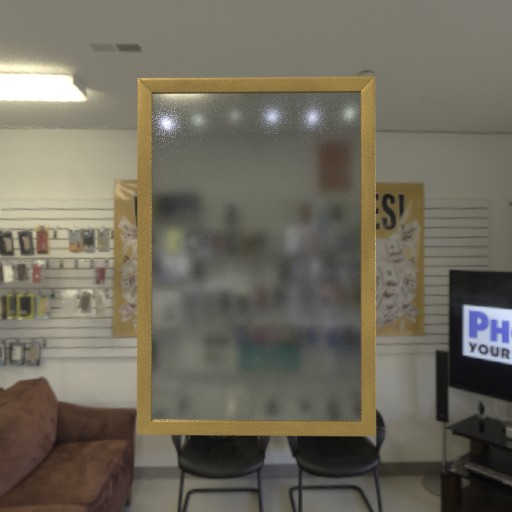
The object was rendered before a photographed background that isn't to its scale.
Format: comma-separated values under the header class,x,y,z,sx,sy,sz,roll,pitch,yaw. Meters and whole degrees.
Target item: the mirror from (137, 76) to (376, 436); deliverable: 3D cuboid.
class,x,y,z,sx,sy,sz,roll,pitch,yaw
mirror,0.000,0.000,1.152,0.609,0.915,0.040,0,0,1
